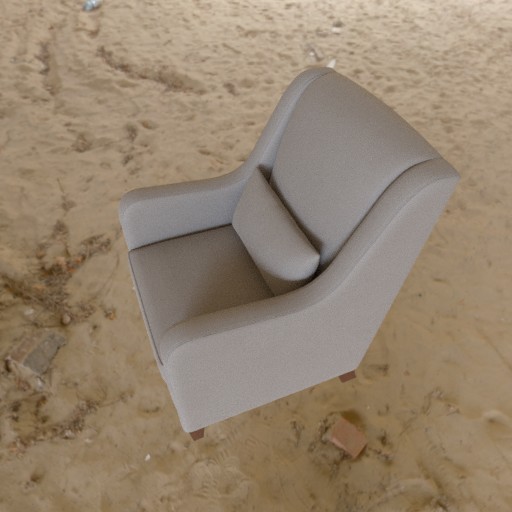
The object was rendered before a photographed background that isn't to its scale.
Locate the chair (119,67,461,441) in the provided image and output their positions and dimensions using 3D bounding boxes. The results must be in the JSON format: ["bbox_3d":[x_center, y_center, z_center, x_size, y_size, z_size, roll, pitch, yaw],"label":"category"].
[{"bbox_3d":[0.000,0.000,1.579,0.863,1.010,0.715,-17,49,-15],"label":"chair"}]
